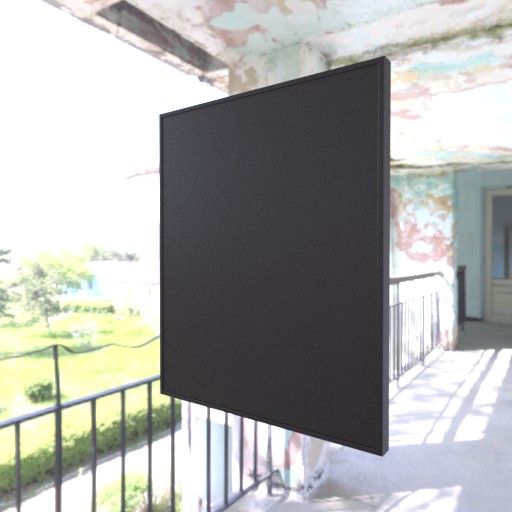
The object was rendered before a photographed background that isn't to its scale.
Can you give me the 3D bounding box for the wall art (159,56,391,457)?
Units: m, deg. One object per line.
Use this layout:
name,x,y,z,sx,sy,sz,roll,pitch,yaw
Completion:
wall art,0.000,0.000,0.751,0.451,0.551,0.028,1,1,36
